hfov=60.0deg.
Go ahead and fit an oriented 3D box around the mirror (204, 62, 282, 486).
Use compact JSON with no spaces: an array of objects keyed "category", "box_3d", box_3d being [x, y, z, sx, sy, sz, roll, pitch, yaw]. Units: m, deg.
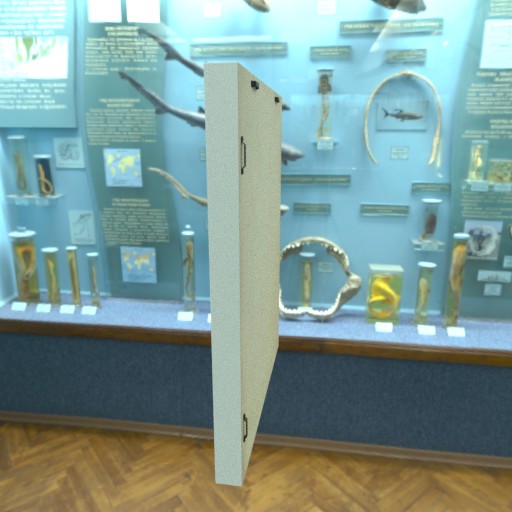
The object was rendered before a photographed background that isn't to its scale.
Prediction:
[{"category":"mirror","box_3d":[0.000,0.000,0.702,0.041,0.509,0.406,2,15,9]}]
